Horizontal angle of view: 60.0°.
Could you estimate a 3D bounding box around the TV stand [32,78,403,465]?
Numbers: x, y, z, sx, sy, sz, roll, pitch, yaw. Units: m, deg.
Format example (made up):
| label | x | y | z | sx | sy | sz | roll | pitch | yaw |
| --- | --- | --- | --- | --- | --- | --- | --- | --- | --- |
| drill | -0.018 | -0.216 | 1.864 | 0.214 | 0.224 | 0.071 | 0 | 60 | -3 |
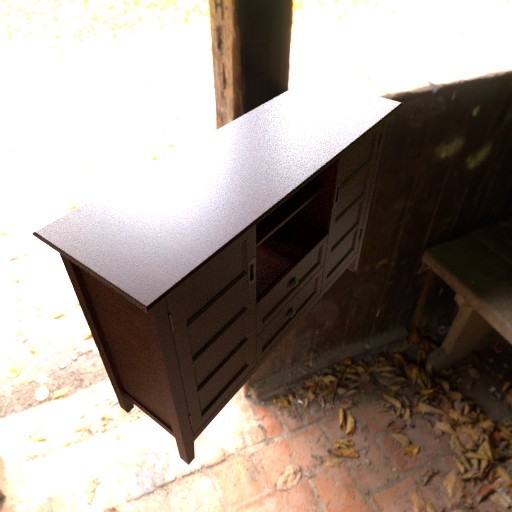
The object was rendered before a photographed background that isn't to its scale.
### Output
| label | x | y | z | sx | sy | sz | roll | pitch | yaw |
| --- | --- | --- | --- | --- | --- | --- | --- | --- | --- |
| TV stand | 0.000 | 0.000 | 1.778 | 0.445 | 0.915 | 1.372 | 27 | 49 | 27 |
